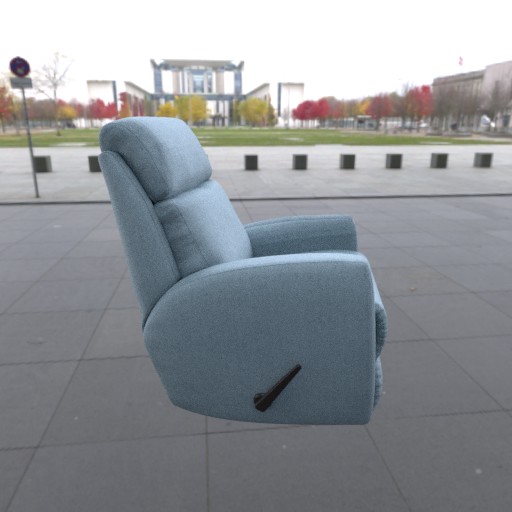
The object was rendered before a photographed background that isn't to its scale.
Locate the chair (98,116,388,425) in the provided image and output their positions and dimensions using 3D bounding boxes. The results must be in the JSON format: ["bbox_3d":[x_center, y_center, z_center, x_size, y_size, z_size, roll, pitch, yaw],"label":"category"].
[{"bbox_3d":[0.000,0.000,1.690,0.940,1.013,0.812,2,17,8],"label":"chair"}]
